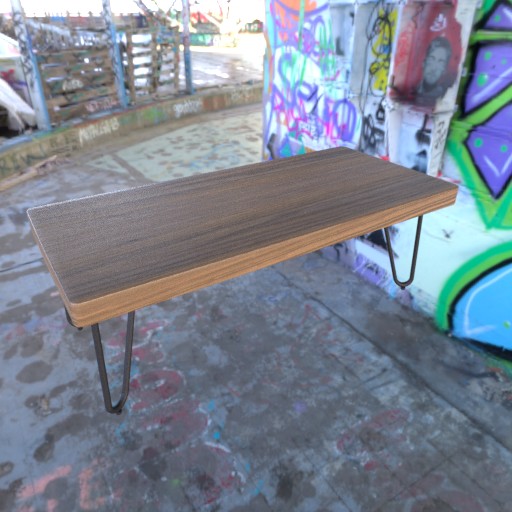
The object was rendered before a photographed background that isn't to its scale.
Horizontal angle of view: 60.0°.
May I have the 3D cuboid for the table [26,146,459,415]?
[{"bbox_3d":[0.000,0.000,1.641,1.375,0.468,0.637,-17,34,-28],"label":"table"}]
